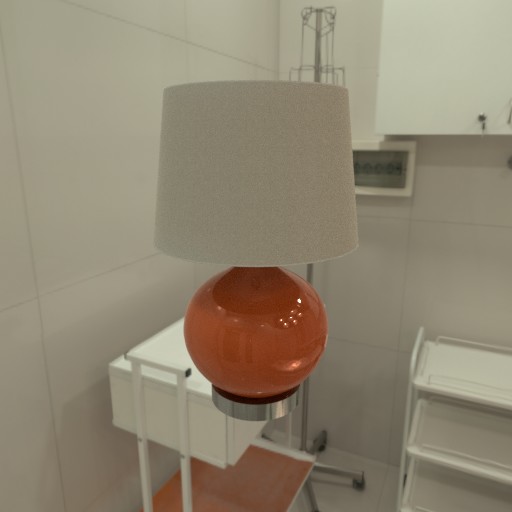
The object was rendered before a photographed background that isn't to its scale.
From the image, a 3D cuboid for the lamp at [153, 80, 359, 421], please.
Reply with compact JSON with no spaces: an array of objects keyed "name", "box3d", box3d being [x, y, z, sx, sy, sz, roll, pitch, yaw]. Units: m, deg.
[{"name":"lamp","box3d":[0.000,0.000,0.551,0.247,0.387,0.247,0,15,0]}]
